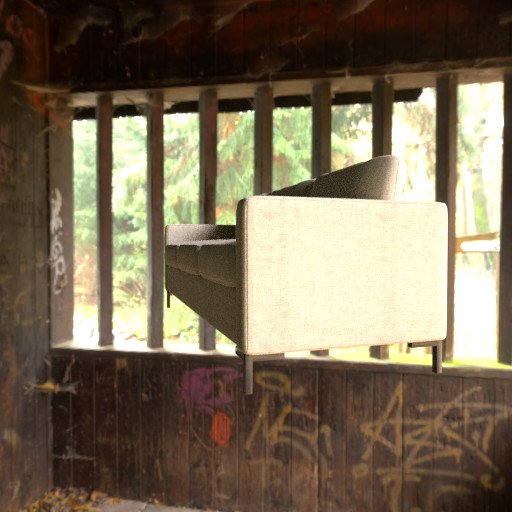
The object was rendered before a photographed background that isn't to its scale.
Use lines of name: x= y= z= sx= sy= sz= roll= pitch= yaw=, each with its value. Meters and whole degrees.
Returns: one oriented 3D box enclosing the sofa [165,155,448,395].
sofa: x=0.000 y=0.000 z=2.634 sx=0.859 sy=0.874 sz=2.218 roll=0 pitch=1 yaw=-18
